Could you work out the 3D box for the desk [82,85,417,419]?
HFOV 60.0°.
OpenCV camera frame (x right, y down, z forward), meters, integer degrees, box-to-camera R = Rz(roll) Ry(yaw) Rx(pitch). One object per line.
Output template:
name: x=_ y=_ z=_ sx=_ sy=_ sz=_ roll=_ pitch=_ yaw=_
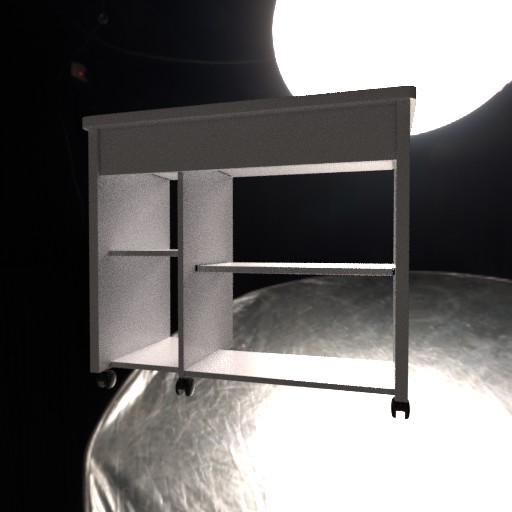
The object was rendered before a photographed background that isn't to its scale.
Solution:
desk: x=0.000 y=0.000 z=1.319 sx=0.877 sy=0.763 sz=0.475 roll=0 pitch=1 yaw=17
